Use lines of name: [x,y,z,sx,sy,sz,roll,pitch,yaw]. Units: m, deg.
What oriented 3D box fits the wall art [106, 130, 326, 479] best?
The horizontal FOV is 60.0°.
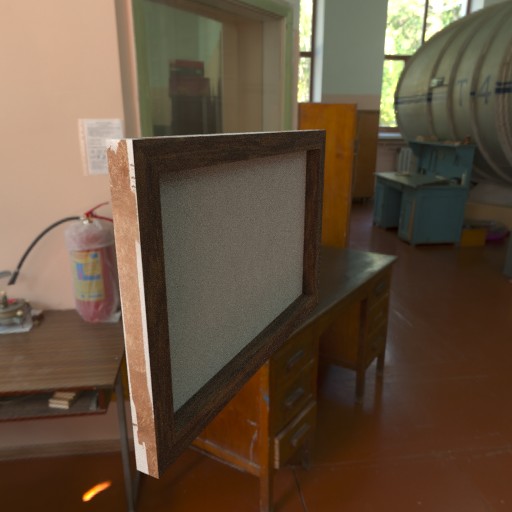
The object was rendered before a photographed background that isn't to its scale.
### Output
wall art: [0.000,0.000,0.756,0.035,0.405,0.609,8,19,25]
